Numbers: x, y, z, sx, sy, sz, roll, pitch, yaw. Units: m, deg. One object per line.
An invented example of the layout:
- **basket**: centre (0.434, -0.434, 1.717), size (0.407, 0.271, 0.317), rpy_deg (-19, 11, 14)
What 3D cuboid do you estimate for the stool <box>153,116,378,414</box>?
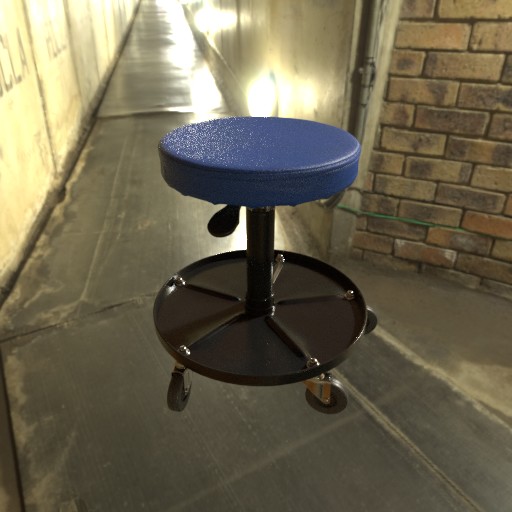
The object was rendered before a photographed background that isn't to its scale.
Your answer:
- **stool**: centre (0.000, 0.000, 0.686), size (0.381, 0.365, 0.382), rpy_deg (11, 32, 18)
